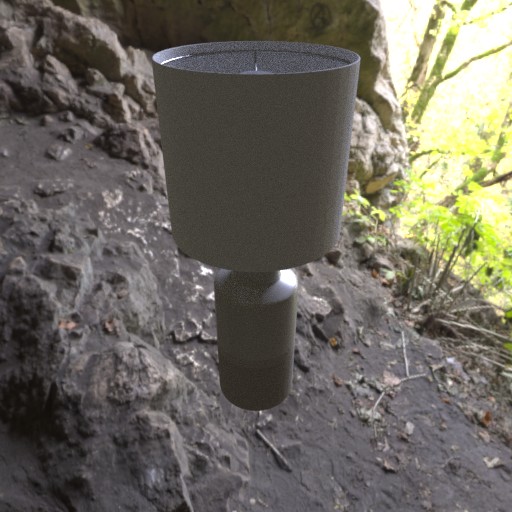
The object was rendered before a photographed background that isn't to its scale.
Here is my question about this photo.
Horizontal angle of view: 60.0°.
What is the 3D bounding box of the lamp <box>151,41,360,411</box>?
[{"bbox_3d":[0.000,0.000,0.590,0.212,0.493,0.212,0,33,0],"label":"lamp"}]
